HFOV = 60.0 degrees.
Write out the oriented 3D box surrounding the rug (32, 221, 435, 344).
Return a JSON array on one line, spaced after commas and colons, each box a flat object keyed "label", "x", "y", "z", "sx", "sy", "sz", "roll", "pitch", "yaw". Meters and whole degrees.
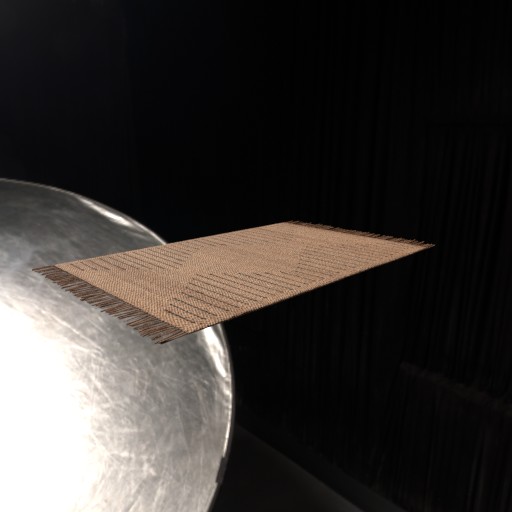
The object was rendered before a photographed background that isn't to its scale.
[{"label": "rug", "x": 0.000, "y": 0.000, "z": 2.574, "sx": 2.085, "sy": 0.027, "sz": 1.224, "roll": -14, "pitch": 20, "yaw": -42}]
